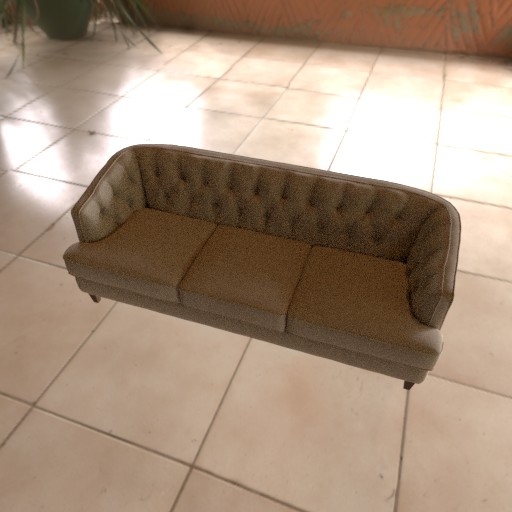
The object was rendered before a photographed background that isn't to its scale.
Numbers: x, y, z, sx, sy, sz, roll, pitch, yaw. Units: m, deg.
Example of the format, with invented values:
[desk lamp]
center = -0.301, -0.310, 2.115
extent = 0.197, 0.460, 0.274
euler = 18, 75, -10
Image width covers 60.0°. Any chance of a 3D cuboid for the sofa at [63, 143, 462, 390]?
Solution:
[sofa]
center = 0.000, 0.000, 2.813
extent = 2.278, 0.855, 0.941
euler = 13, 43, 14
